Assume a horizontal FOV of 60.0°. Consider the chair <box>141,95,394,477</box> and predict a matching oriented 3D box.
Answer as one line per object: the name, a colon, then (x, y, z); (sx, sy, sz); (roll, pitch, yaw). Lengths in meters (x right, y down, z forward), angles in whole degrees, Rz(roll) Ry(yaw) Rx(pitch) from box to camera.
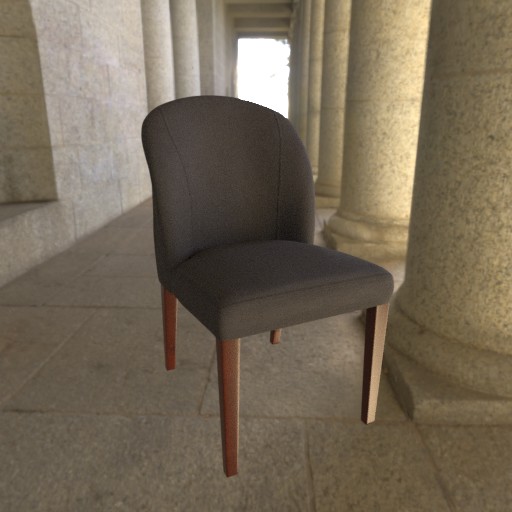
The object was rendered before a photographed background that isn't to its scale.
chair: (0.000, 0.000, 1.252); (0.506, 0.879, 0.619); (-8, 19, -25)
